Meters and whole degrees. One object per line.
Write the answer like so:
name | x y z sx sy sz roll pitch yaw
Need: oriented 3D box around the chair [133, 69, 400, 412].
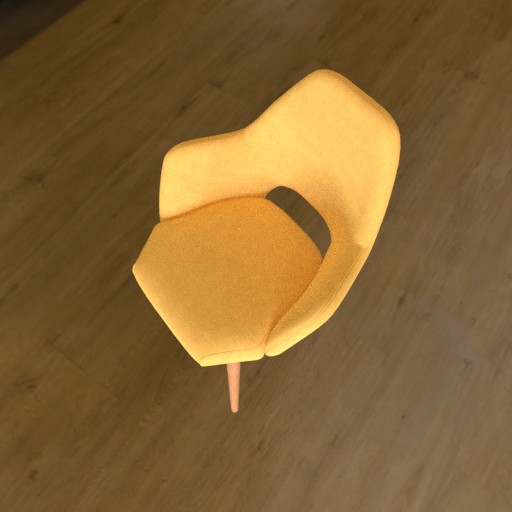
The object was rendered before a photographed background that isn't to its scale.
chair | 0.000 0.000 1.239 0.610 0.840 0.590 -35 68 -17
